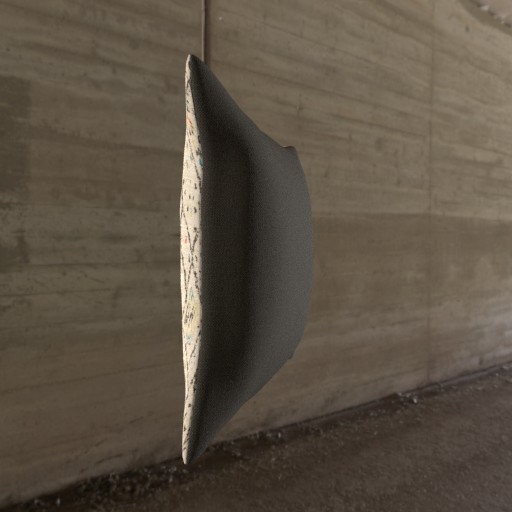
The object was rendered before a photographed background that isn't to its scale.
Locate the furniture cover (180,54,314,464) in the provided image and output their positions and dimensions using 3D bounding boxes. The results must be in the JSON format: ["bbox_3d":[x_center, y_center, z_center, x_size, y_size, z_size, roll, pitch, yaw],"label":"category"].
[{"bbox_3d":[0.000,0.000,0.782,0.180,0.498,0.525,1,2,18],"label":"furniture cover"}]
